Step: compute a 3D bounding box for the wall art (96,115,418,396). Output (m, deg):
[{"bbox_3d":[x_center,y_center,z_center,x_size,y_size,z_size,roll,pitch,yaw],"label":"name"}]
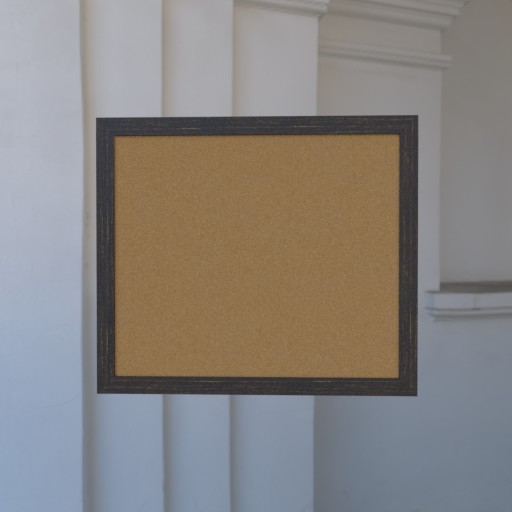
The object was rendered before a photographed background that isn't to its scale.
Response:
[{"bbox_3d":[0.000,0.000,0.540,0.381,0.330,0.031,0,0,1],"label":"wall art"}]
